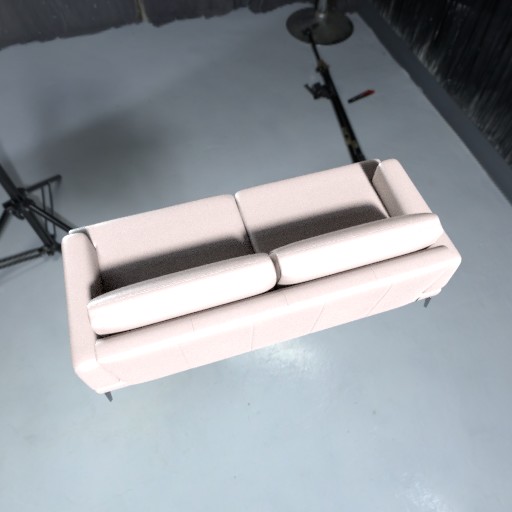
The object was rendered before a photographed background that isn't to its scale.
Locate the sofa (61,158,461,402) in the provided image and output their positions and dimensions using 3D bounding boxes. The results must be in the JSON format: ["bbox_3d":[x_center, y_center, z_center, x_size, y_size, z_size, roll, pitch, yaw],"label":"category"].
[{"bbox_3d":[0.000,0.000,2.391,1.940,0.765,0.974,-15,59,-9],"label":"sofa"}]
